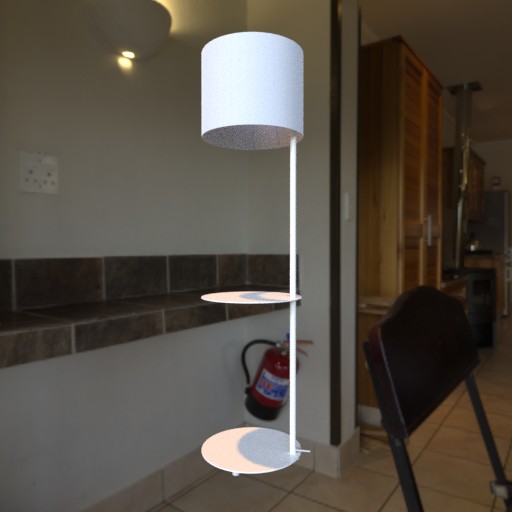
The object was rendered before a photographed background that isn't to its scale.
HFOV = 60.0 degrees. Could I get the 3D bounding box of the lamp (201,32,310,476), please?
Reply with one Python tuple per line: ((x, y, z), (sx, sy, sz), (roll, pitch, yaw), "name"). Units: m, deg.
((0.000, 0.000, 1.635), (0.405, 1.465, 0.372), (0, 1, 17), "lamp")
